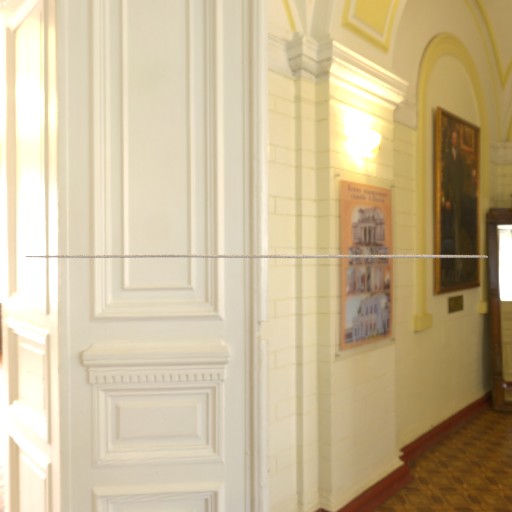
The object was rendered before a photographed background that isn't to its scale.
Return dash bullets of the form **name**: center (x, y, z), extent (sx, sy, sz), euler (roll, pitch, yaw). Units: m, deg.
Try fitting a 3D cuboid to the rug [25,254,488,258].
- **rug**: center (0.000, 0.000, 2.693), extent (2.383, 0.018, 0.857), euler (0, 0, 0)
